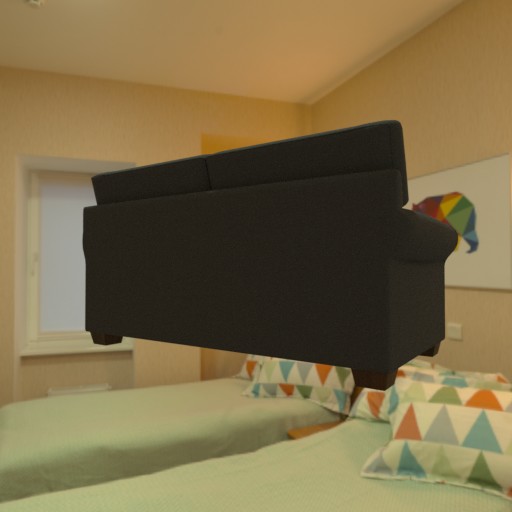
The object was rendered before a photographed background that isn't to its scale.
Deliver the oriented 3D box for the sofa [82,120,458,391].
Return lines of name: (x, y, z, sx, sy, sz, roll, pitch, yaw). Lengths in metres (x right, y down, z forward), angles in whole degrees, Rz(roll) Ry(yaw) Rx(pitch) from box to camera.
sofa: (0.000, 0.000, 2.460, 1.930, 1.020, 0.940, -1, -1, 35)
